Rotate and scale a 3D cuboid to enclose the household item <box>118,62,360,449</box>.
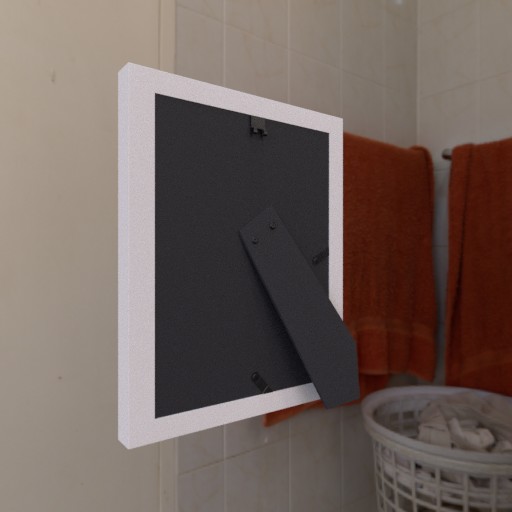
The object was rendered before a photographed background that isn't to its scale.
[{"bbox_3d":[0.000,0.000,0.342,0.200,0.250,0.045,0,0,-36],"label":"household item"}]
